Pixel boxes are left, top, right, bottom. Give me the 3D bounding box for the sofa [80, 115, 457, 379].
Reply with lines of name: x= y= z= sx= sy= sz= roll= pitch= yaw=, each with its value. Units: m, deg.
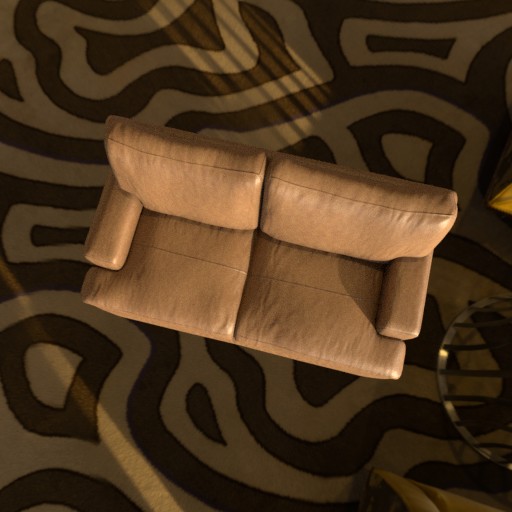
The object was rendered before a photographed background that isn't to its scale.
sofa: x=0.000 y=0.000 z=2.439 sx=1.855 sy=0.980 sz=0.962 roll=13 pitch=77 yaw=3
